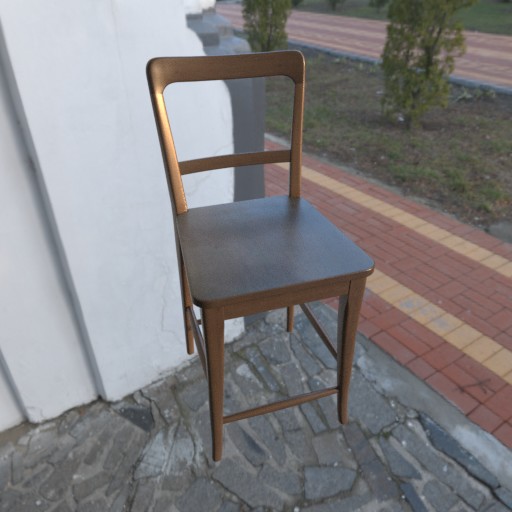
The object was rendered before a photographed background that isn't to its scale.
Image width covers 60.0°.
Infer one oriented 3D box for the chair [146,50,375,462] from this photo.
[{"bbox_3d":[0.000,0.000,1.260,0.450,0.991,0.546,-10,35,-15],"label":"chair"}]
